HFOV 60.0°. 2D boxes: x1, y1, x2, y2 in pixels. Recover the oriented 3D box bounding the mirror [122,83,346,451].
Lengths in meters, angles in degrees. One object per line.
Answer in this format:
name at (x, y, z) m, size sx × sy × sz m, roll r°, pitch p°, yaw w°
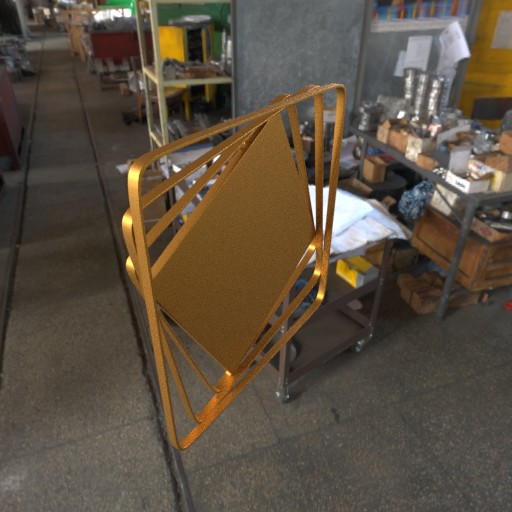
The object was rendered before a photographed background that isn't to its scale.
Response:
mirror at (0.000, 0.000, 0.709) m, size 0.045 × 0.468 × 0.470 m, roll 21°, pitch 38°, yaw 29°
